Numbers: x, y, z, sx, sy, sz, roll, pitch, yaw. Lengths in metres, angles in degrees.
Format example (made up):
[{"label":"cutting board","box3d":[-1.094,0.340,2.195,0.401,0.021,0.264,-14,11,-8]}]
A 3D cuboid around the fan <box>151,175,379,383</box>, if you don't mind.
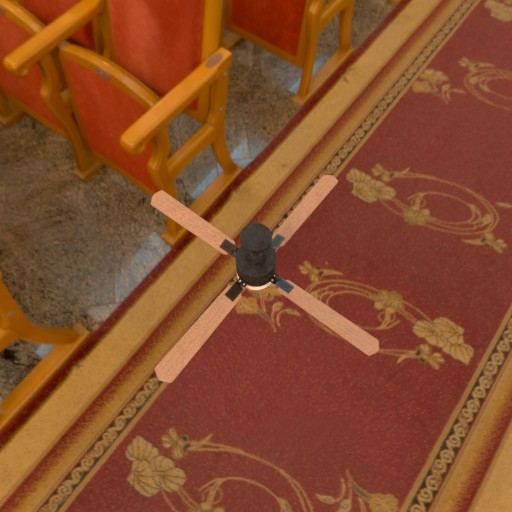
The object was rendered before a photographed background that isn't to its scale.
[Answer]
[{"label":"fan","box3d":[0.000,0.000,1.988,1.320,0.355,1.320,34,68,16]}]
